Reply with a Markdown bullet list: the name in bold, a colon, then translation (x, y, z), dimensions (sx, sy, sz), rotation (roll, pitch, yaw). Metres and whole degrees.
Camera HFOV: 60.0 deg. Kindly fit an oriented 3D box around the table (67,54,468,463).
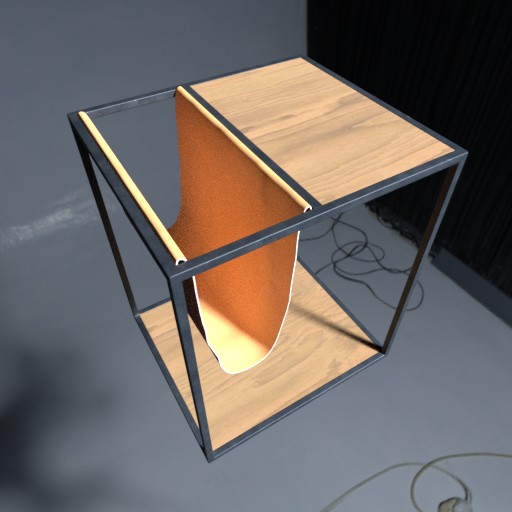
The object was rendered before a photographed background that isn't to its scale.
- **table**: translation (0.000, 0.000, 0.842), dimensions (0.450, 0.536, 0.399), rotation (-24, 50, -21)
